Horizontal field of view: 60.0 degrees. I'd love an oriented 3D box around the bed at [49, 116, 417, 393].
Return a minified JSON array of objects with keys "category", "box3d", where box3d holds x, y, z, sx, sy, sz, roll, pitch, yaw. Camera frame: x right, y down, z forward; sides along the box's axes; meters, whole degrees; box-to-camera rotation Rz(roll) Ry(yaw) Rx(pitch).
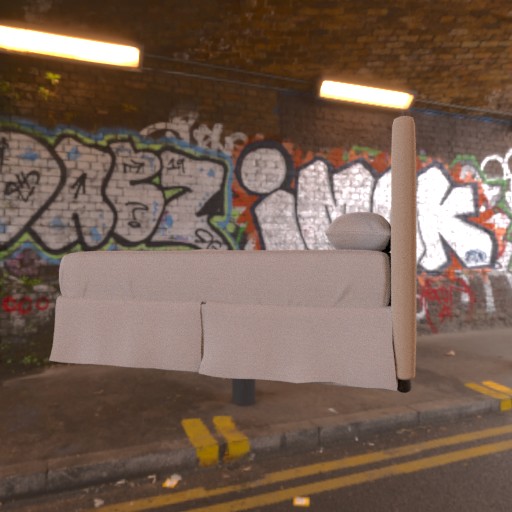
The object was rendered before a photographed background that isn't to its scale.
[{"category":"bed","box3d":[0.000,0.000,3.181,2.142,1.330,1.748,0,0,19]}]
